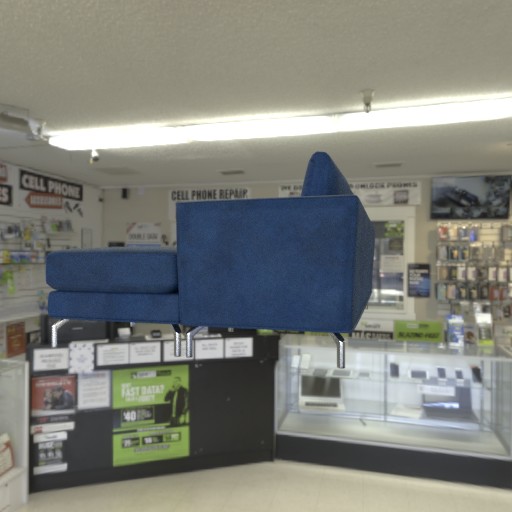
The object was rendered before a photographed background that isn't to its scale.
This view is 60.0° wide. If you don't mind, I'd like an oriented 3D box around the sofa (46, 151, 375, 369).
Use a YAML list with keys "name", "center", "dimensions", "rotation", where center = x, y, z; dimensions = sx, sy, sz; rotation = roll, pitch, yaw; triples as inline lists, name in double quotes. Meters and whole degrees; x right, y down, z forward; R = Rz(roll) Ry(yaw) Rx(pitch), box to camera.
- name: "sofa"
  center: [0.000, 0.000, 3.240]
  dimensions: [1.622, 0.987, 2.438]
  rotation: [0, 0, 17]
